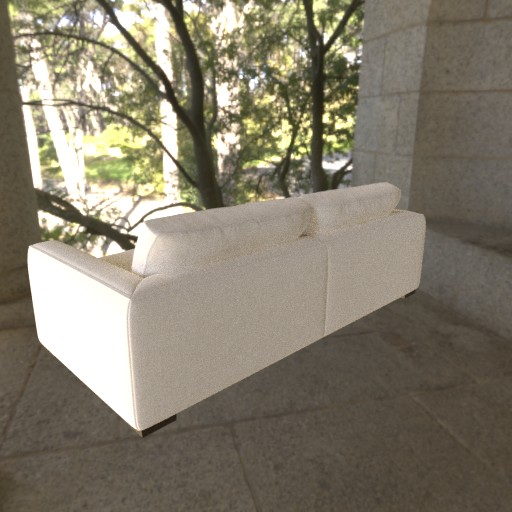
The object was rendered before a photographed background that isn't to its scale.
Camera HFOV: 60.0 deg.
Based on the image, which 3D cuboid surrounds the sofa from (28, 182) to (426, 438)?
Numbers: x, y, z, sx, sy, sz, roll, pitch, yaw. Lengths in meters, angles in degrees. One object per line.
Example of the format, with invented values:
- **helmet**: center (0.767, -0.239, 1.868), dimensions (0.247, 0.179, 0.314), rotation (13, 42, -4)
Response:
- **sofa**: center (0.000, 0.000, 2.657), dimensions (2.262, 0.801, 1.070), rotation (-15, 22, -42)
